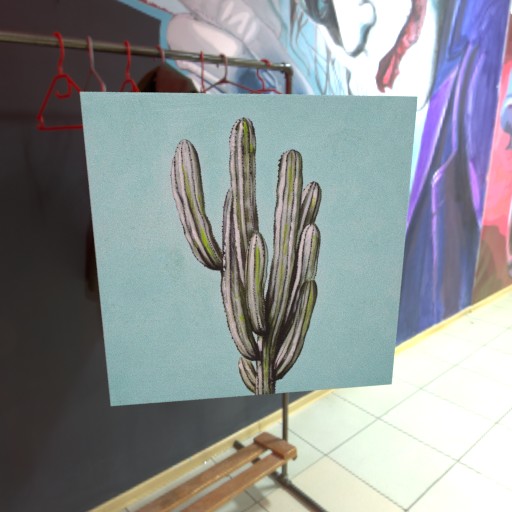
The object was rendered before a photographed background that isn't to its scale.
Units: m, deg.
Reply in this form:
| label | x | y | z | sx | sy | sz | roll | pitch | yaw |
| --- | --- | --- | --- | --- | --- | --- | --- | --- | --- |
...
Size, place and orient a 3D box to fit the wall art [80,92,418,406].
| label | x | y | z | sx | sy | sz | roll | pitch | yaw |
| --- | --- | --- | --- | --- | --- | --- | --- | --- | --- |
| wall art | 0.000 | 0.000 | 0.879 | 0.603 | 0.603 | 0.036 | -2 | 15 | -8 |
